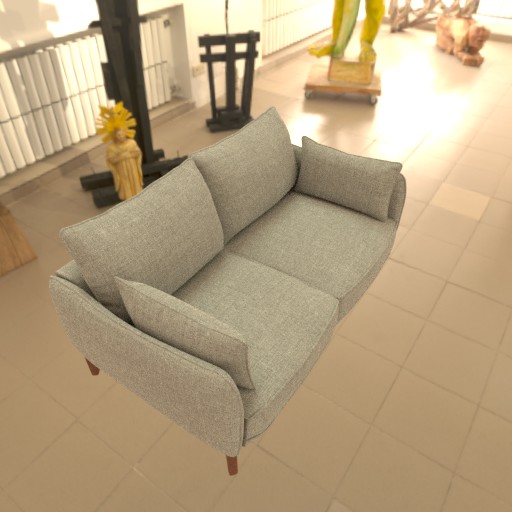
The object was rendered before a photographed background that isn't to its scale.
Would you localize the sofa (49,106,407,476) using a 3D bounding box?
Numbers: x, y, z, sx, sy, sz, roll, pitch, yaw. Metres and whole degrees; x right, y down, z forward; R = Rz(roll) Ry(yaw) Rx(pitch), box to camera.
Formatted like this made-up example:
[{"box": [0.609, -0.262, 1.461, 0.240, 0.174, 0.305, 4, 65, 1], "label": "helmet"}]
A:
[{"box": [0.000, 0.000, 2.106, 0.972, 0.851, 1.580, 24, 47, 25], "label": "sofa"}]
